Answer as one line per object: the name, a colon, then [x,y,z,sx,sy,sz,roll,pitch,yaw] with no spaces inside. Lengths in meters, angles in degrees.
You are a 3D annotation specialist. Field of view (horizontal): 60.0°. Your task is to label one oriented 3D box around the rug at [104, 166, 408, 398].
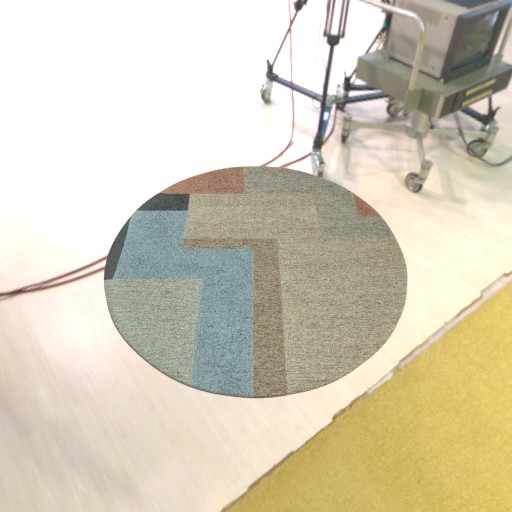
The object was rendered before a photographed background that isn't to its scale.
rug: [0.000,0.000,3.678,2.461,0.033,2.461,0,48,0]
